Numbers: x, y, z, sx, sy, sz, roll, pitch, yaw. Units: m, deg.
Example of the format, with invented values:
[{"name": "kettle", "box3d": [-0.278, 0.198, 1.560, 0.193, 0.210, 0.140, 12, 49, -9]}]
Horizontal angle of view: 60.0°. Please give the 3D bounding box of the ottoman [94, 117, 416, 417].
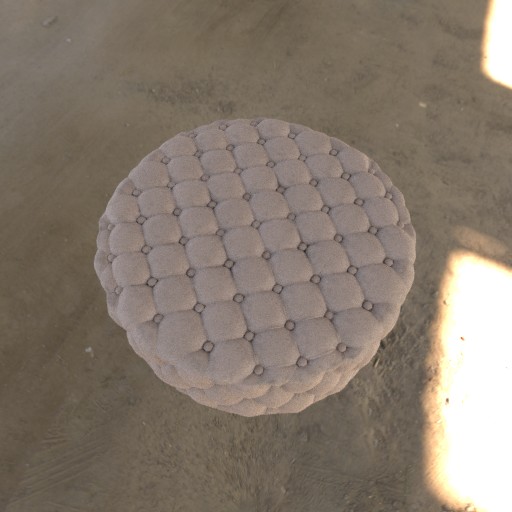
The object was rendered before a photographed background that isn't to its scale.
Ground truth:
[{"name": "ottoman", "box3d": [0.000, 0.000, 1.506, 0.998, 0.399, 0.998, 0, 58, 0]}]
